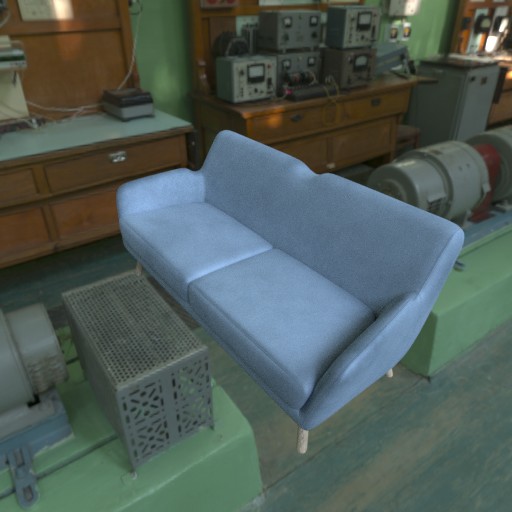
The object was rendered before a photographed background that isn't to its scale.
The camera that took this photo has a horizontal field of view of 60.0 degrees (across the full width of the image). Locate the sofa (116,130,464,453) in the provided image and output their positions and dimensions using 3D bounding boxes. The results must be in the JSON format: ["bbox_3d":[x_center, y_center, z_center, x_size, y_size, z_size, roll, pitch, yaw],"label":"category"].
[{"bbox_3d":[0.000,0.000,2.296,0.850,0.810,1.870,-22,38,-31],"label":"sofa"}]
